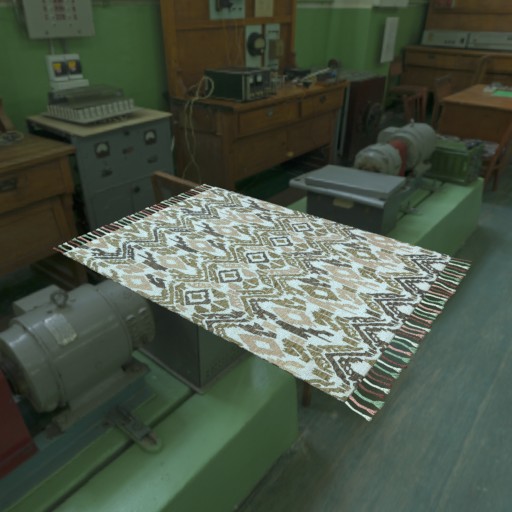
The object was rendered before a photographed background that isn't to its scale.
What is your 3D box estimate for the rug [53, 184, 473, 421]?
[{"bbox_3d":[0.000,0.000,2.276,1.829,0.008,1.219,21,36,31],"label":"rug"}]
